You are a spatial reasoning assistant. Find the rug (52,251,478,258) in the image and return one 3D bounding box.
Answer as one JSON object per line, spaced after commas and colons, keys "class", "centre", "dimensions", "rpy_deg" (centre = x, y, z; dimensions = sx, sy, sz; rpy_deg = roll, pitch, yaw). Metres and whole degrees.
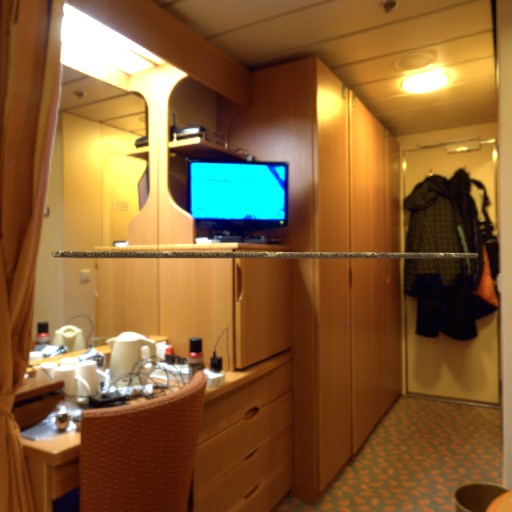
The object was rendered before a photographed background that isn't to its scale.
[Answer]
{"class": "rug", "centre": [0.000, 0.000, 3.121], "dimensions": [2.438, 0.030, 1.524], "rpy_deg": [0, 0, -17]}
